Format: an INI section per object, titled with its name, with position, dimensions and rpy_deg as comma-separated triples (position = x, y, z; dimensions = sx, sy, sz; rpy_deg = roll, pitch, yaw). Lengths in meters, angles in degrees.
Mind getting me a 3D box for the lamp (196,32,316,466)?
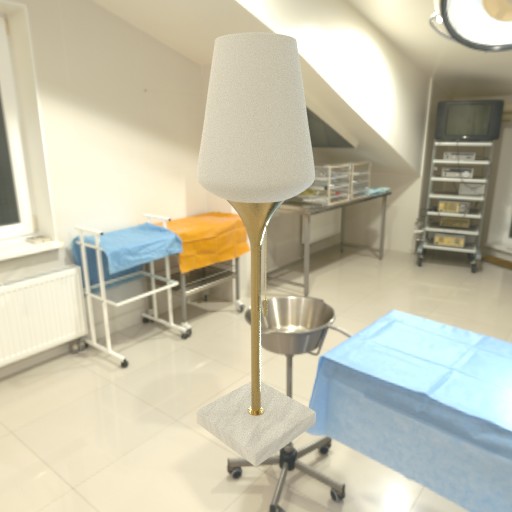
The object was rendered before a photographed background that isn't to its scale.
[lamp]
position = 0.000, 0.000, 0.720
dimensions = 0.181, 0.639, 0.181
rpy_deg = -15, 22, -42
